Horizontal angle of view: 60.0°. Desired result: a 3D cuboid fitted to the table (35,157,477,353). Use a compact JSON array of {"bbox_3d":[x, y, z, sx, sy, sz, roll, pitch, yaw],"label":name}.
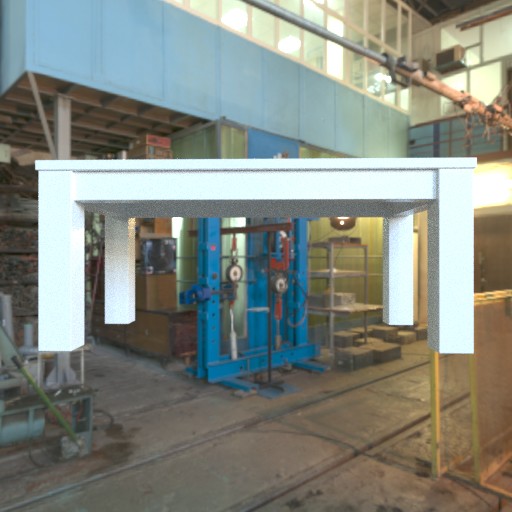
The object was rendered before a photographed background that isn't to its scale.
[{"bbox_3d":[0.000,0.000,2.253,1.800,0.790,0.900,0,0,2],"label":"table"}]
